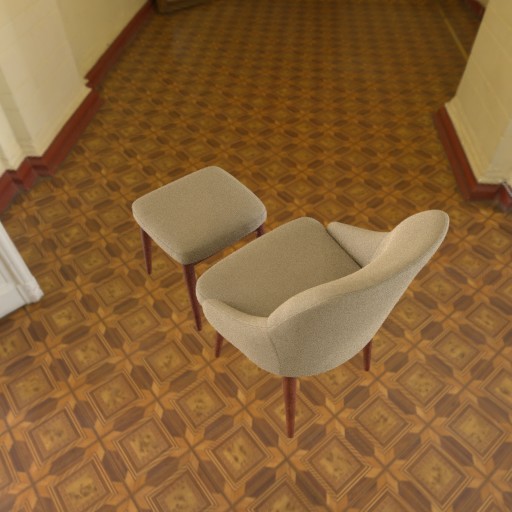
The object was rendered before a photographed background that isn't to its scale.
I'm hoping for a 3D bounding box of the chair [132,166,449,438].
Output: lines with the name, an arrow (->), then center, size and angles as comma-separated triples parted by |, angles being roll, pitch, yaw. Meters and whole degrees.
chair -> 0.000, 0.000, 1.569 | 0.584, 0.866, 1.114 | -31, 54, -26
